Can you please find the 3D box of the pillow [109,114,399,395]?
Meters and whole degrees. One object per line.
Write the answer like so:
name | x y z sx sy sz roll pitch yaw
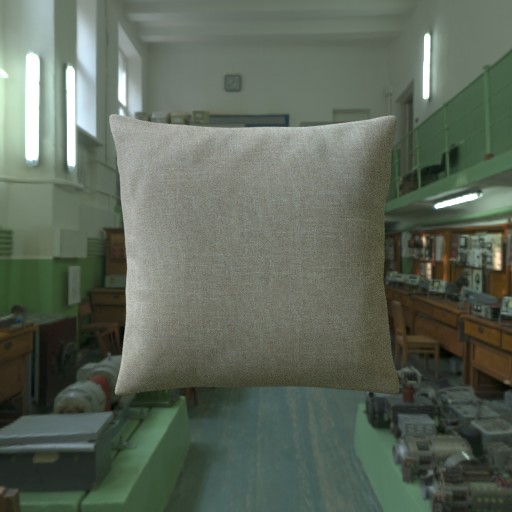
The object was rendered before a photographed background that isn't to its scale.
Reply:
pillow | 0.000 0.000 0.802 0.523 0.506 0.166 0 1 0
